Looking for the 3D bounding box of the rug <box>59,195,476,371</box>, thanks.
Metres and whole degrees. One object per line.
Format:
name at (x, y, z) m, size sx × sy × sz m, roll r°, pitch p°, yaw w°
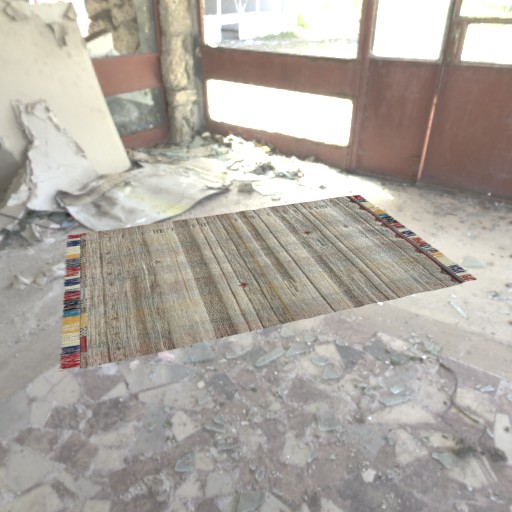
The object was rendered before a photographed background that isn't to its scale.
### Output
rug at (0.000, 0.000, 3.010) m, size 2.465 × 0.012 × 1.465 m, roll -10°, pitch 32°, yaw -16°
